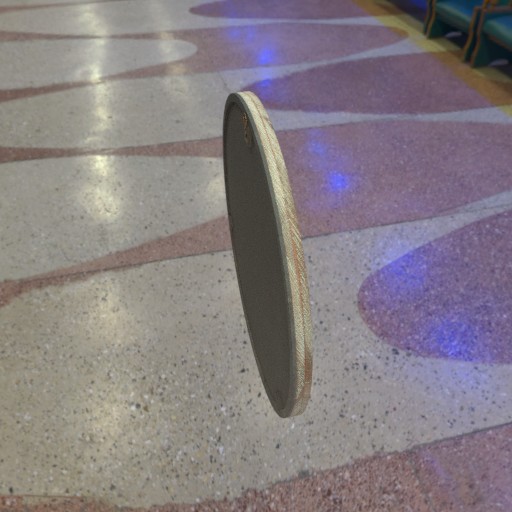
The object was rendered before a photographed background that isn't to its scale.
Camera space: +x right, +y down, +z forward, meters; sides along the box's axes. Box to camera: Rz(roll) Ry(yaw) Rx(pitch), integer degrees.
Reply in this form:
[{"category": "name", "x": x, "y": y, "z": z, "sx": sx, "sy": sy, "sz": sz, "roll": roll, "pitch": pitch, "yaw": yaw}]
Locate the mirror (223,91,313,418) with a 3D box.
[{"category": "mirror", "x": 0.000, "y": 0.000, "z": 1.021, "sx": 0.038, "sy": 0.710, "sz": 0.710, "roll": -9, "pitch": 47, "yaw": -9}]
